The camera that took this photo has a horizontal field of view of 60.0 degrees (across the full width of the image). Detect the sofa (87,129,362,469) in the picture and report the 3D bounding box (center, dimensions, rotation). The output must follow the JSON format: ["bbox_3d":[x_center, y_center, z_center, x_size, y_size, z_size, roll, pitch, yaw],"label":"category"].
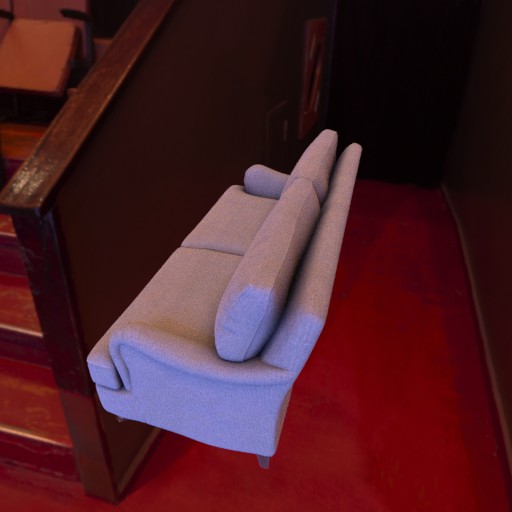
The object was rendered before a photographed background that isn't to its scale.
[{"bbox_3d":[0.000,0.000,2.758,1.069,1.096,2.193,8,32,13],"label":"sofa"}]
